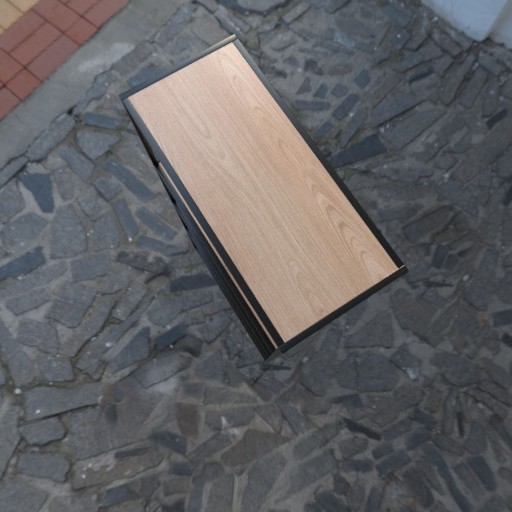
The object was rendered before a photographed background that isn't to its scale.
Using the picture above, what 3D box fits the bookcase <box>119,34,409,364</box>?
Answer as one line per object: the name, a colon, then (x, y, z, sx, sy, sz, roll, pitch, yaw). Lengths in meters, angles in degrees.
bookcase: (0.000, 0.000, 1.806, 0.350, 1.500, 0.770, -32, 78, -8)
